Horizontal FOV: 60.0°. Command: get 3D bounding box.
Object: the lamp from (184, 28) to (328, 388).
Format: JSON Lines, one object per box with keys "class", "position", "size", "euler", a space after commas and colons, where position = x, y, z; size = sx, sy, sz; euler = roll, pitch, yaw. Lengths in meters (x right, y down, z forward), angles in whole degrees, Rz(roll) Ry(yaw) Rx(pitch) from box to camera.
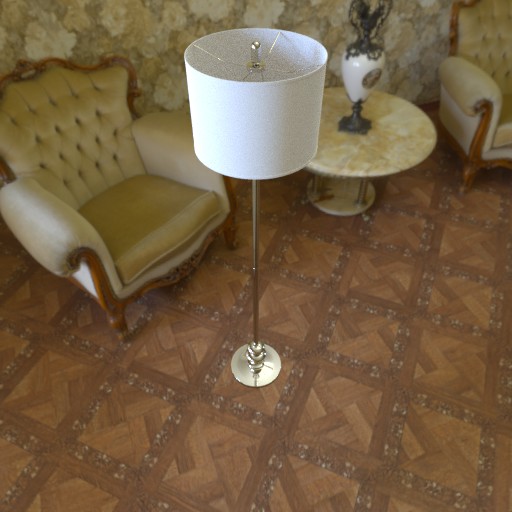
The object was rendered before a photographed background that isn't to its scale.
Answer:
{"class": "lamp", "position": [0.000, 0.000, 1.613], "size": [0.356, 1.487, 0.356], "euler": [16, 47, 15]}
